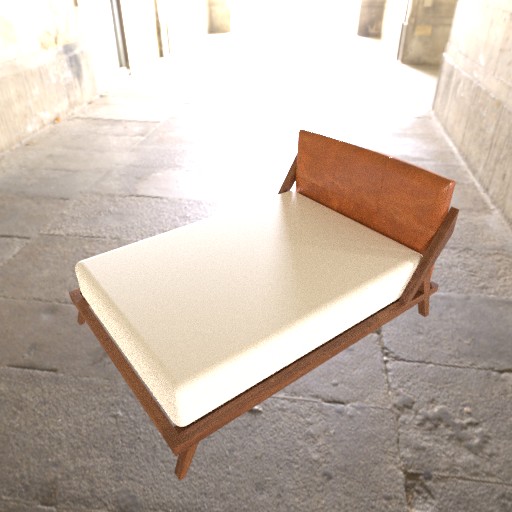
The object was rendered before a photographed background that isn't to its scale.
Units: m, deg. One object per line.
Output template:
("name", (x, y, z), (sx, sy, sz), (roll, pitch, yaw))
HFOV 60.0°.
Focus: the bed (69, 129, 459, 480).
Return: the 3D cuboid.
("bed", (0.000, 0.000, 3.241), (2.311, 1.168, 1.651), (-22, 39, -31))
